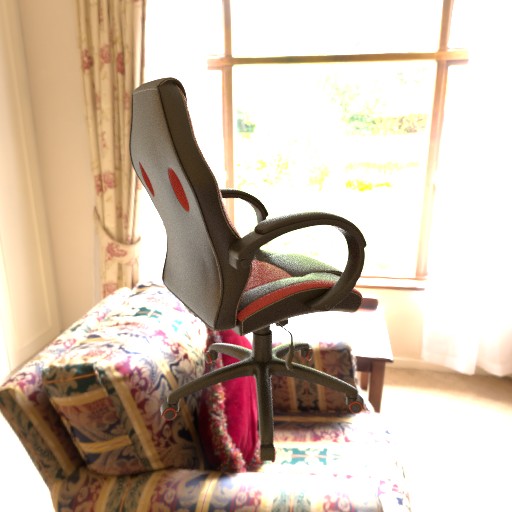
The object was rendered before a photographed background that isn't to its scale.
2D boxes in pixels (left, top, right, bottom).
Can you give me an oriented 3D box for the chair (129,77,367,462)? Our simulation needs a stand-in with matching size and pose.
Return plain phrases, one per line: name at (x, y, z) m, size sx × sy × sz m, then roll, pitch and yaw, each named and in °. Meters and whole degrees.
chair at (0.000, 0.000, 1.648) m, size 0.783 × 1.189 × 0.750 m, roll -9°, pitch 18°, yaw -28°
